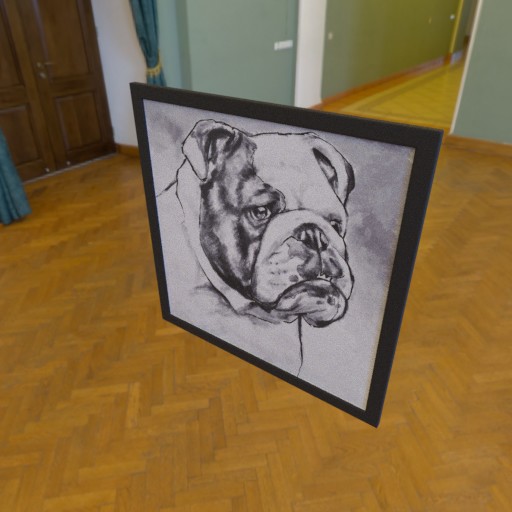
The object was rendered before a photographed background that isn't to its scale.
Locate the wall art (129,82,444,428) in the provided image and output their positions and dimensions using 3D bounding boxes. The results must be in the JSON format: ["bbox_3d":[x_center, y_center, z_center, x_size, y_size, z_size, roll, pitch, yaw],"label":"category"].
[{"bbox_3d":[0.000,0.000,0.829,0.562,0.558,0.012,20,37,29],"label":"wall art"}]
